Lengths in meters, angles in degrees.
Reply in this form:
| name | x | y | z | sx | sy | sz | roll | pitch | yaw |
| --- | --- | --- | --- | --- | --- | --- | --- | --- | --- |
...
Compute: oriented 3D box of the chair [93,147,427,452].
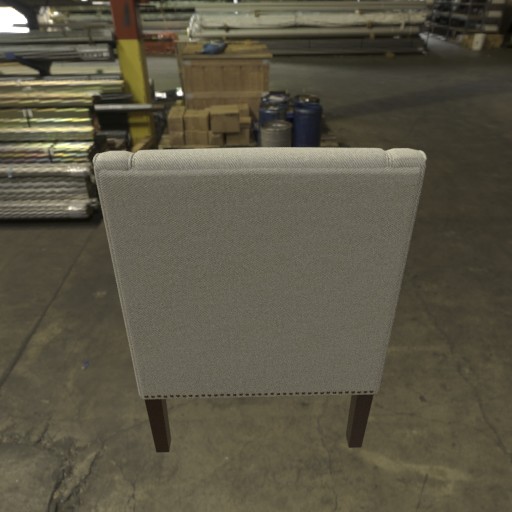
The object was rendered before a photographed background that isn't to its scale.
| name | x | y | z | sx | sy | sz | roll | pitch | yaw |
| --- | --- | --- | --- | --- | --- | --- | --- | --- | --- |
| chair | 0.000 | 0.000 | 1.339 | 0.628 | 0.872 | 0.748 | -1 | 32 | -1 |
